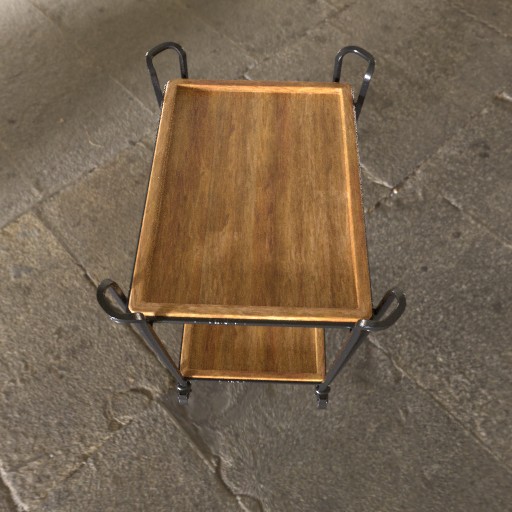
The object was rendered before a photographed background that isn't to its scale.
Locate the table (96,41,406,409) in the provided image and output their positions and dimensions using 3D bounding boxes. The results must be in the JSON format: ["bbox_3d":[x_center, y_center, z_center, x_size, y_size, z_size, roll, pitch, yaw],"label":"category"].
[{"bbox_3d":[0.000,0.000,1.190,0.505,0.785,0.672,2,63,1],"label":"table"}]
